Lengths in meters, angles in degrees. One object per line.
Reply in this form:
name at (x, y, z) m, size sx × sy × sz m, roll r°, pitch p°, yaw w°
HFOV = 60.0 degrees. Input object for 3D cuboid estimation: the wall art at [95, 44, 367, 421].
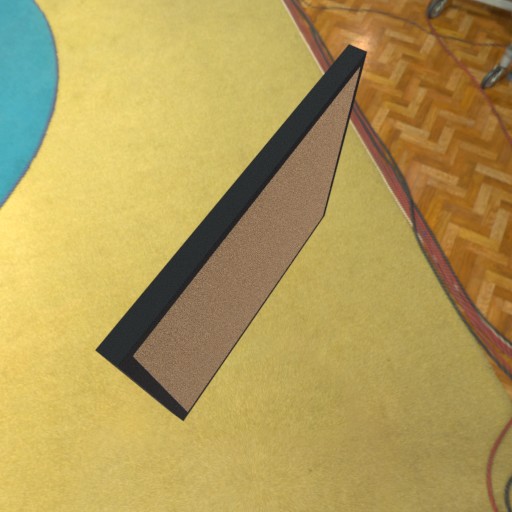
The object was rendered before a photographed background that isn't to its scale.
wall art at (0.000, 0.000, 0.756) m, size 0.030 × 0.454 × 0.554 m, roll 30°, pitch 67°, yaw 14°
